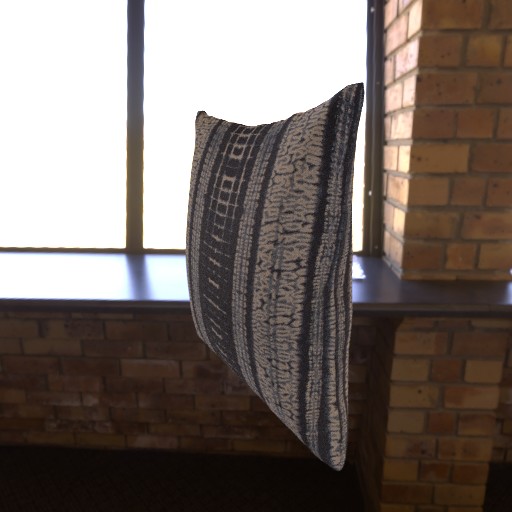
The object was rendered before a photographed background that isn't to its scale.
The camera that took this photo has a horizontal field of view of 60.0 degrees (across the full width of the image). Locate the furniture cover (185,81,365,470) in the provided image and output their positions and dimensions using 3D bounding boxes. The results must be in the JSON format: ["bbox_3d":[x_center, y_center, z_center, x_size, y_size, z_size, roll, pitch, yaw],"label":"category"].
[{"bbox_3d":[0.000,0.000,0.651,0.133,0.435,0.425,-7,16,-28],"label":"furniture cover"}]
